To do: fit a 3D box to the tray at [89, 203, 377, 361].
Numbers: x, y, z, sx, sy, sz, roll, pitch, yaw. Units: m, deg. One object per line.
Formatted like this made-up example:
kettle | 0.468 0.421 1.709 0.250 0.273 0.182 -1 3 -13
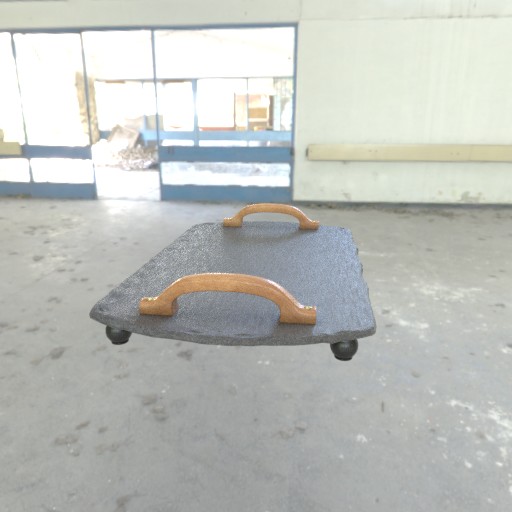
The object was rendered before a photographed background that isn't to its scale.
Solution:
tray | 0.000 0.000 0.488 0.231 0.062 0.387 2 17 8
